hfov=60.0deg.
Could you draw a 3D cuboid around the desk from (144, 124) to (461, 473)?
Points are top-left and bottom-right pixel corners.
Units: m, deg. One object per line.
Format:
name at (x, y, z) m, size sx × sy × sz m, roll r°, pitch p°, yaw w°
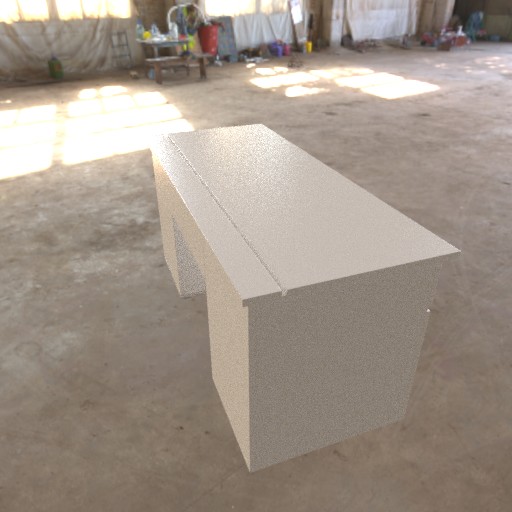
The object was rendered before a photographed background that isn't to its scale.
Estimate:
desk at (0.000, 0.000, 2.008) m, size 0.670 × 0.760 × 1.580 m, roll -11°, pitch 32°, yaw -18°
